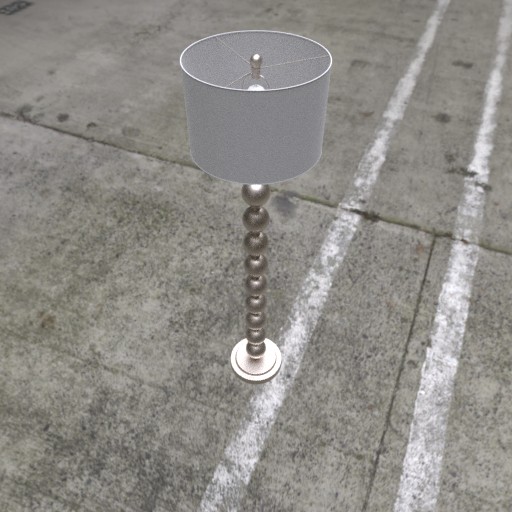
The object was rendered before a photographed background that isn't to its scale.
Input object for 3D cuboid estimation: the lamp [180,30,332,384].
[{"bbox_3d":[0.000,0.000,1.665,0.394,1.474,0.394,17,48,16],"label":"lamp"}]
